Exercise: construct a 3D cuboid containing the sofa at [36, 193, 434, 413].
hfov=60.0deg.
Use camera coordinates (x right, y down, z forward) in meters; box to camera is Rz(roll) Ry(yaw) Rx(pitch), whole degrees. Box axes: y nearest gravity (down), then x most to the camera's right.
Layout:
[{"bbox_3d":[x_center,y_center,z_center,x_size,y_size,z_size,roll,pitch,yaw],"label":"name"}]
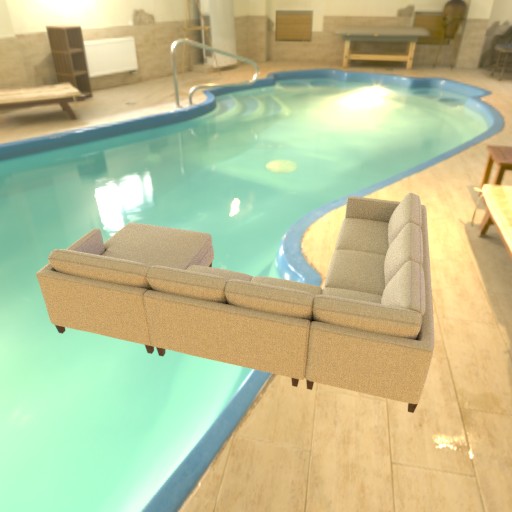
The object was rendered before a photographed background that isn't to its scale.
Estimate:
[{"bbox_3d":[0.000,0.000,4.675,3.403,0.889,2.551,9,33,14],"label":"sofa"}]
